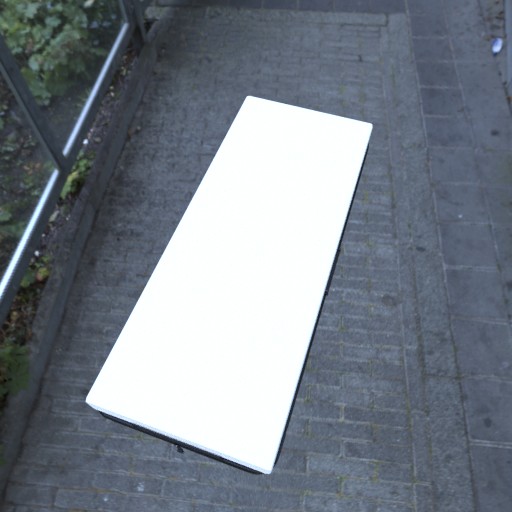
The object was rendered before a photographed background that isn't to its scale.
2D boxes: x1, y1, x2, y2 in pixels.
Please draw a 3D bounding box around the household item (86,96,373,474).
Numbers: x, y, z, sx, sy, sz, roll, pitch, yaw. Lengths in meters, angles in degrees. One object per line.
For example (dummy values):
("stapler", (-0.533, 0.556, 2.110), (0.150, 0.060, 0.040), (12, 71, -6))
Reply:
("household item", (0.000, 0.000, 2.220), (0.787, 0.356, 1.905), (16, 60, 10))
